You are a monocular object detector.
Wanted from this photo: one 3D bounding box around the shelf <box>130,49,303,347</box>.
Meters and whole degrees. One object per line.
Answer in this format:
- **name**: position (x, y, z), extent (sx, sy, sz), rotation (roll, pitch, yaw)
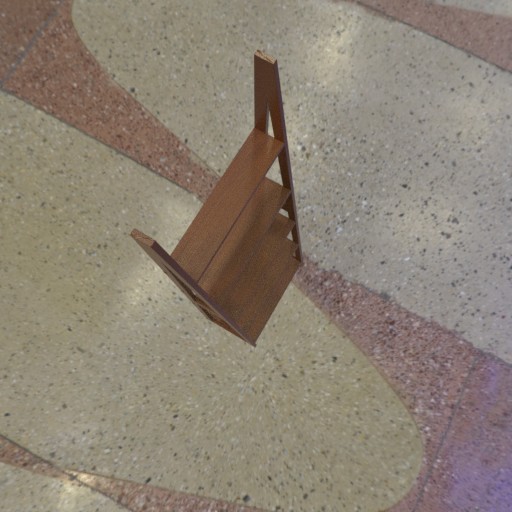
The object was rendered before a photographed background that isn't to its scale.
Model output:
- **shelf**: position (0.000, 0.000, 1.997), extent (0.356, 1.780, 0.630), rotation (30, 77, 7)
